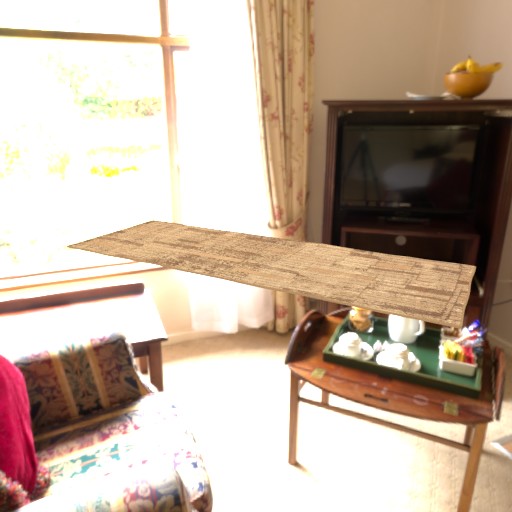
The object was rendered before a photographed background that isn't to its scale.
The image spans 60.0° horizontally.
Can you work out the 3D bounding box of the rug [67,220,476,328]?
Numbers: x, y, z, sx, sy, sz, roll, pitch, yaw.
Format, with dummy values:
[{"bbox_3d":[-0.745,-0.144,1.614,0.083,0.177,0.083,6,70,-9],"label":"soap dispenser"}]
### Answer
[{"bbox_3d":[0.000,0.000,2.707,2.383,0.018,0.857,10,20,27],"label":"rug"}]
